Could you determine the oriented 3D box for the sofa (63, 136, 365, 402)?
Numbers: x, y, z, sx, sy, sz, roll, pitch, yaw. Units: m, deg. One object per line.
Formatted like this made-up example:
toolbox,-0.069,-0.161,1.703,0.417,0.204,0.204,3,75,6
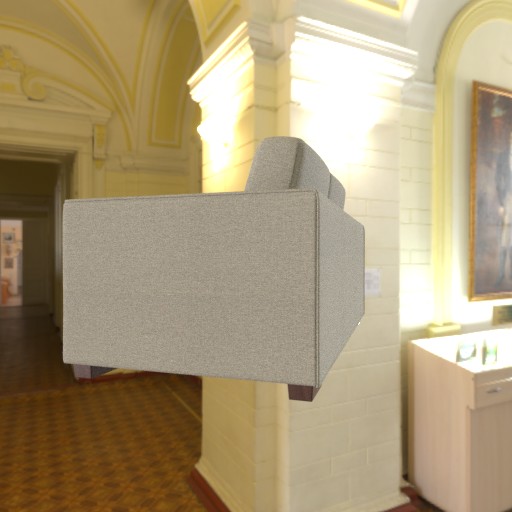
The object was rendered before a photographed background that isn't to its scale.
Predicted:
sofa,0.000,0.000,2.392,1.007,0.924,1.812,0,0,18
